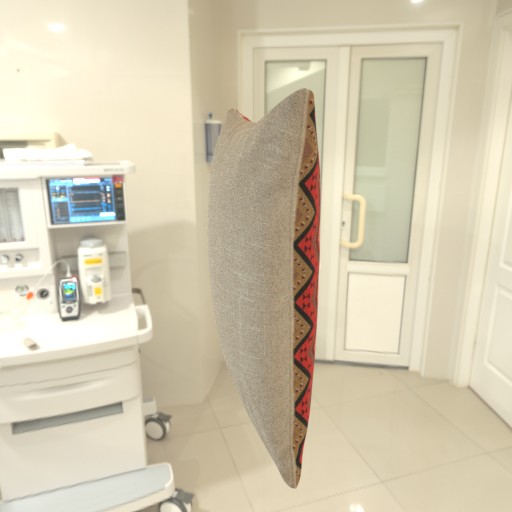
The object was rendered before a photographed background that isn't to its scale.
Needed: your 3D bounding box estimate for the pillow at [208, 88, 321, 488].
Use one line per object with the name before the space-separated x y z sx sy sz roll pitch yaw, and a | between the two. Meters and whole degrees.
pillow | 0.000 0.000 0.768 0.158 0.511 0.513 -3 16 -11
